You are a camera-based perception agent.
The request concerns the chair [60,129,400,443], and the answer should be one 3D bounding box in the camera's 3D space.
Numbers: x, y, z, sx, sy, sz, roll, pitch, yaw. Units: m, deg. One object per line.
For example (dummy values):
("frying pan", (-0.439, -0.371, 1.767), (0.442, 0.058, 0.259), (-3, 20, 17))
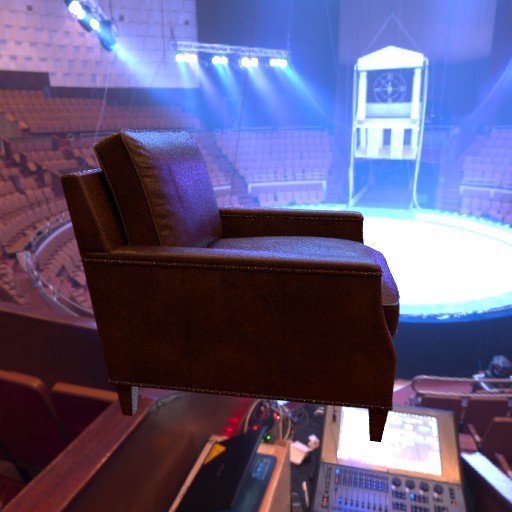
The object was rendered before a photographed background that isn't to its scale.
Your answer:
("chair", (0.000, 0.000, 1.687), (1.014, 0.929, 0.853), (3, 16, 9))
